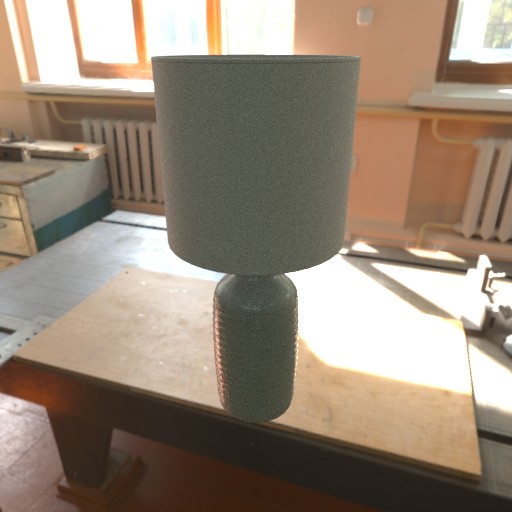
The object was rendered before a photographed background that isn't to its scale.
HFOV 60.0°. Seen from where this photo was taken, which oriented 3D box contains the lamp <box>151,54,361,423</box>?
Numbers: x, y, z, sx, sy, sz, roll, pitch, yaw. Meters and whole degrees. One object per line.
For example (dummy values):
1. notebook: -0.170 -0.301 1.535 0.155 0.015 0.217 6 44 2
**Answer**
1. lamp: 0.000 0.000 0.577 0.220 0.475 0.220 -17 30 -32
